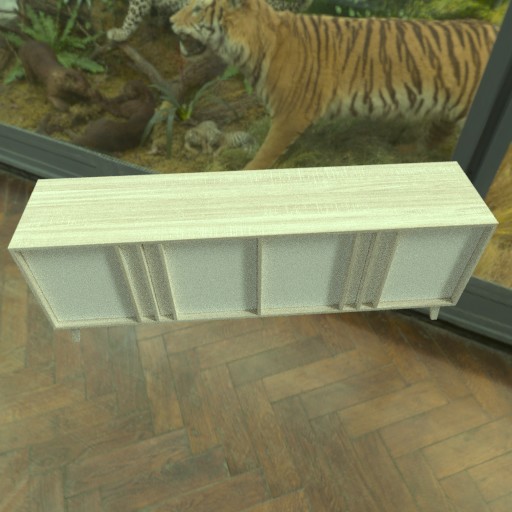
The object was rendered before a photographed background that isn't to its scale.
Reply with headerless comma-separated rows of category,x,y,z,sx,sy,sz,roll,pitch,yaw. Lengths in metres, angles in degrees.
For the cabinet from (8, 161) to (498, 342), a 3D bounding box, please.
cabinet,0.000,0.000,2.434,2.200,0.780,0.500,-3,46,-3
